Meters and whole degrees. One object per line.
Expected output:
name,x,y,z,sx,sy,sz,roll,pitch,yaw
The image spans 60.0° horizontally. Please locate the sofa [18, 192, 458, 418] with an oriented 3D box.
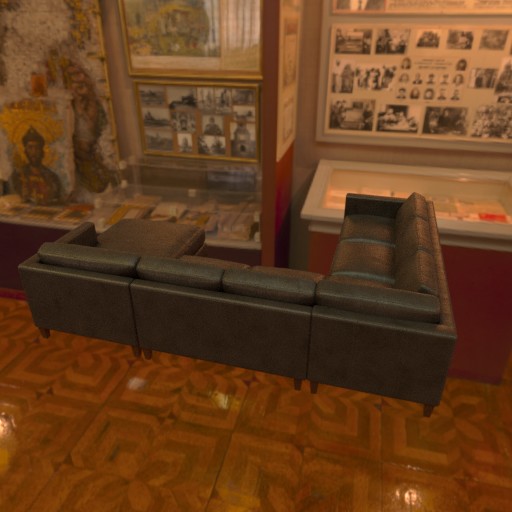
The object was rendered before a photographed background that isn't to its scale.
sofa,0.000,0.000,4.339,3.324,0.891,2.452,8,29,14
